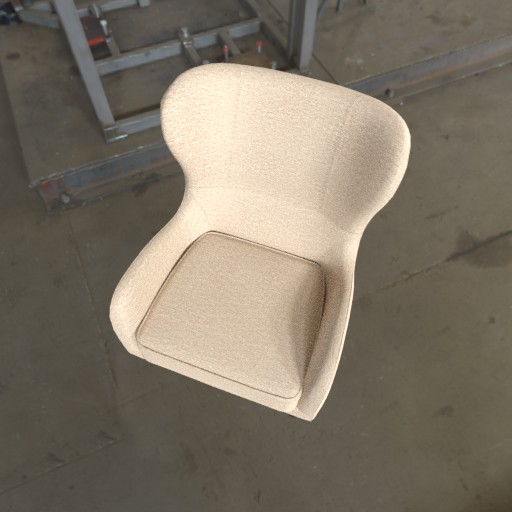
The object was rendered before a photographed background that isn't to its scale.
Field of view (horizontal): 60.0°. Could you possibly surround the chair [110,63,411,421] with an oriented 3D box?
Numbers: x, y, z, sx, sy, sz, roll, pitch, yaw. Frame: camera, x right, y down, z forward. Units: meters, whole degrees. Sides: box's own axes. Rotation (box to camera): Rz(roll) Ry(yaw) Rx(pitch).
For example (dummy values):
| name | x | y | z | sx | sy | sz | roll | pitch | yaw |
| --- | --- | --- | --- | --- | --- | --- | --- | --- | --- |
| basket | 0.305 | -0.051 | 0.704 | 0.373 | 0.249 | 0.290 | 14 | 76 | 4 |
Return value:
| name | x | y | z | sx | sy | sz | roll | pitch | yaw |
| --- | --- | --- | --- | --- | --- | --- | --- | --- | --- |
| chair | 0.000 | 0.000 | 1.780 | 0.861 | 1.064 | 0.984 | 18 | 61 | 10 |
